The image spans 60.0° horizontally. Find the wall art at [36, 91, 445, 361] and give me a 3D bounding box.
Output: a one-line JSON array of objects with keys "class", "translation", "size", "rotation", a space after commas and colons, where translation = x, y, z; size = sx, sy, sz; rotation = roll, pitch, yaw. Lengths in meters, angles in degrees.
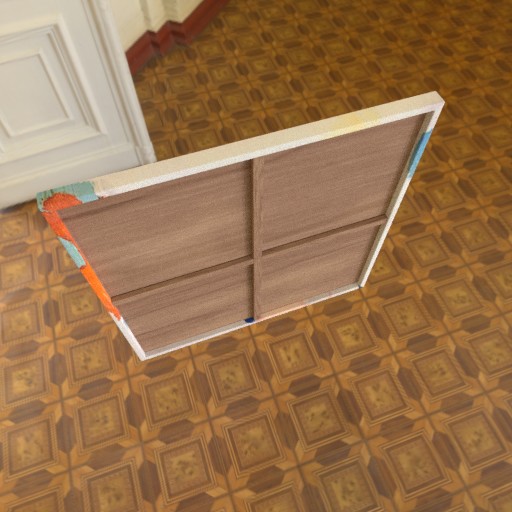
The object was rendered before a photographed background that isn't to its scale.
[{"class": "wall art", "translation": [0.000, 0.000, 1.192], "size": [0.814, 0.814, 0.037], "rotation": [-17, 60, -10]}]
